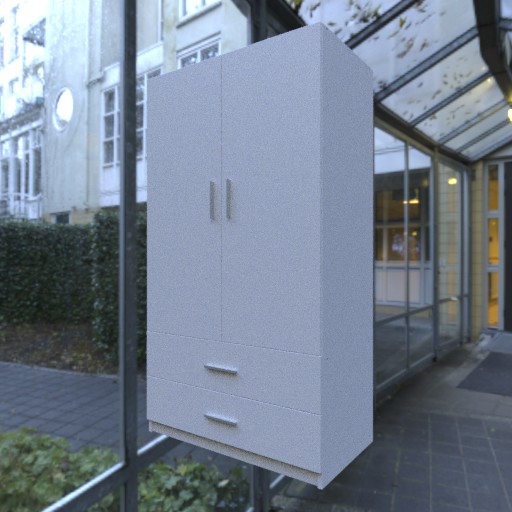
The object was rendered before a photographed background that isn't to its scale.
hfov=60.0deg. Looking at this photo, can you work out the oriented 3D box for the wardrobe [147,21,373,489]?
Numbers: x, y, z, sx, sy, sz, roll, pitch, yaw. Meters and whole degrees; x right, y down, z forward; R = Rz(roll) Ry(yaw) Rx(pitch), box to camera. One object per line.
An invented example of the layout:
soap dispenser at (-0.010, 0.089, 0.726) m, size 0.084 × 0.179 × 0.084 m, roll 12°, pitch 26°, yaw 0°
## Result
wardrobe at (0.000, 0.000, 2.210) m, size 0.991 × 1.808 × 0.577 m, roll 0°, pitch 0°, yaw 35°
